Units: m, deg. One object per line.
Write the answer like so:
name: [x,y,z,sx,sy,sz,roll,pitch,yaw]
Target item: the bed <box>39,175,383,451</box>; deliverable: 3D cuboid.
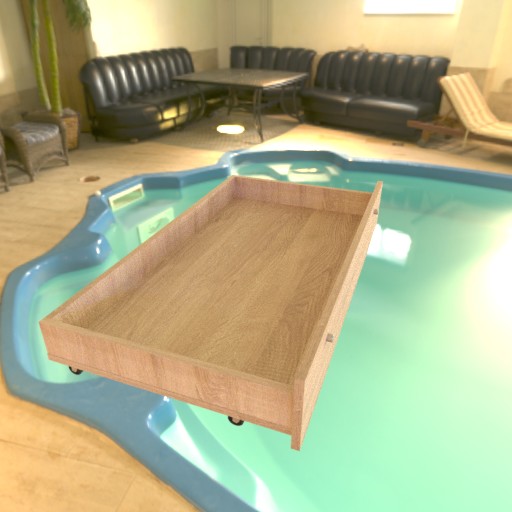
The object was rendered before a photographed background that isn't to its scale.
bed: [0.000,0.000,1.482,0.685,0.209,1.200,11,31,18]
